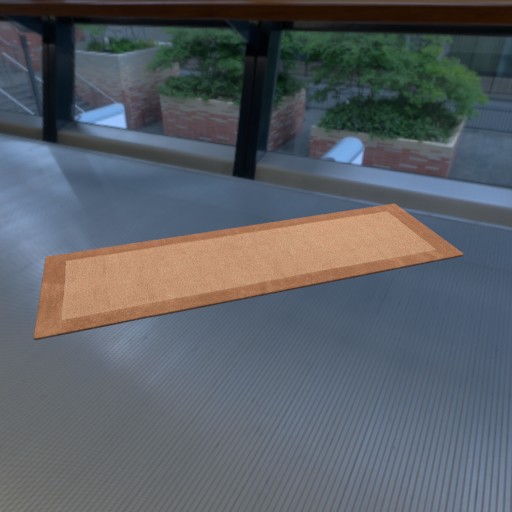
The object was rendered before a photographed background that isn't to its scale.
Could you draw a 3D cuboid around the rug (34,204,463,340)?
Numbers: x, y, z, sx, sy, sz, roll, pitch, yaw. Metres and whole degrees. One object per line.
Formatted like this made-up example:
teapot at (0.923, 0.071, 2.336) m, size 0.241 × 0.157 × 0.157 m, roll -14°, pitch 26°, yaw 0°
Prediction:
rug at (0.000, 0.000, 2.704) m, size 2.439 × 0.017 × 0.764 m, roll -10°, pitch 33°, yaw -15°
